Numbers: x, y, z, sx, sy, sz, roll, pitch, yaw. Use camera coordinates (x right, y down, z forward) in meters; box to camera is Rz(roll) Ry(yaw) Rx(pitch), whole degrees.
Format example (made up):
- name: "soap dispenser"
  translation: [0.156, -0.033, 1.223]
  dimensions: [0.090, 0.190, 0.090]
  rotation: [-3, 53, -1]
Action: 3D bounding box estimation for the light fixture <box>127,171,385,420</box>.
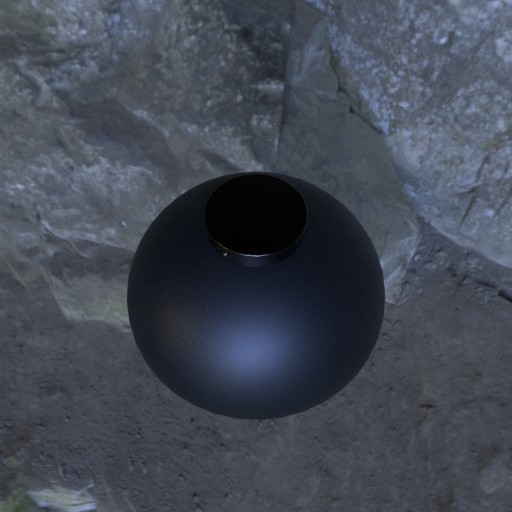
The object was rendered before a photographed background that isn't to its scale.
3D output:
- name: "light fixture"
  translation: [0.000, 0.000, 0.553]
  dimensions: [0.355, 0.177, 0.355]
  rotation: [0, 58, 0]
